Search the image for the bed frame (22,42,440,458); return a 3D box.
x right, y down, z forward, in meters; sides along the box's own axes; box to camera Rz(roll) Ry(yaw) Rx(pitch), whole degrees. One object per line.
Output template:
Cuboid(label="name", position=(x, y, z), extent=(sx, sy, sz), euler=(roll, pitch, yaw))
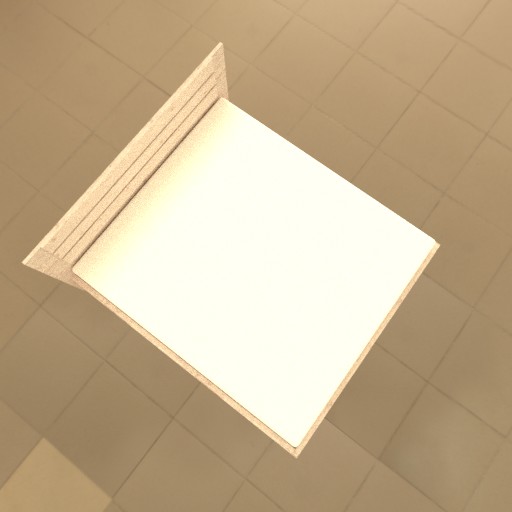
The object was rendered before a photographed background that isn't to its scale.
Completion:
Cuboid(label="bed frame", position=(0.000, 0.000, 3.173), extent=(2.080, 0.970, 1.950), euler=(36, 79, 8))
